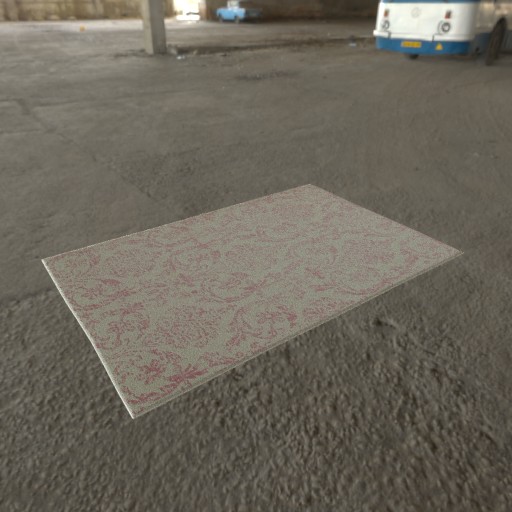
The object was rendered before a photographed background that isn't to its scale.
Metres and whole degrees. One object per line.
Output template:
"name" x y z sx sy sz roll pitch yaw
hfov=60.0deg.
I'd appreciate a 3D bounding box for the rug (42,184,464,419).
"rug" 0.000 0.000 3.448 2.746 0.018 1.819 -20 36 -30
